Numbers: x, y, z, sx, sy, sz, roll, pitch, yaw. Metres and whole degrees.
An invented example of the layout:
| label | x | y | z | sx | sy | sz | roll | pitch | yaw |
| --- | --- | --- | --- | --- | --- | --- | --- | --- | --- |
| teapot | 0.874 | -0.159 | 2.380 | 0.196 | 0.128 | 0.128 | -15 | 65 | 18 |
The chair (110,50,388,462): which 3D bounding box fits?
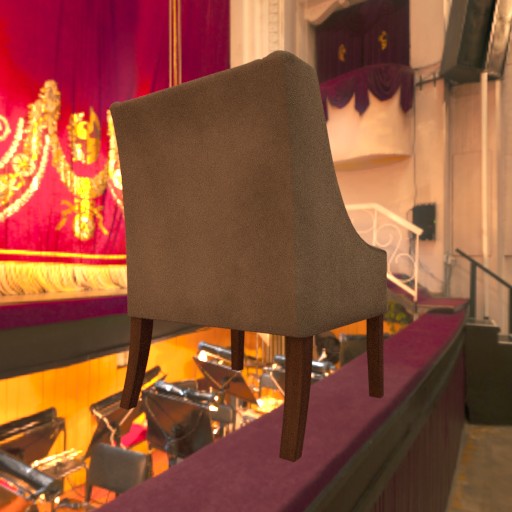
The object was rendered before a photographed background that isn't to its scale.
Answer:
| label | x | y | z | sx | sy | sz | roll | pitch | yaw |
| --- | --- | --- | --- | --- | --- | --- | --- | --- | --- |
| chair | 0.000 | 0.000 | 1.358 | 0.629 | 0.895 | 0.629 | 0 | 0 | 36 |
